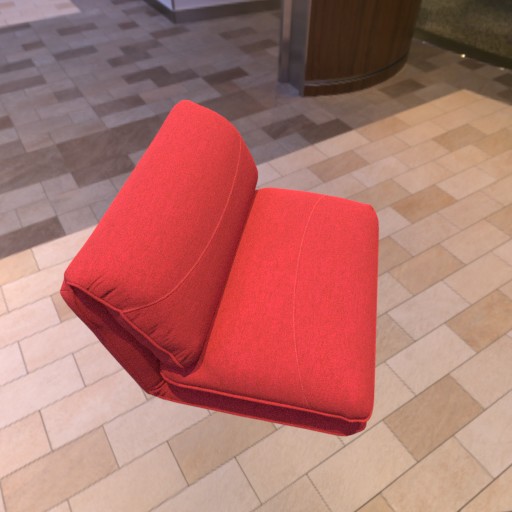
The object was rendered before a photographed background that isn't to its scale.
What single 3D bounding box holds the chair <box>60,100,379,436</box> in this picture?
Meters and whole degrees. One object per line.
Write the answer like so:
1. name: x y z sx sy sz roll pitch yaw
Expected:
1. chair: 0.000 0.000 1.353 0.780 0.580 0.820 9 48 8
